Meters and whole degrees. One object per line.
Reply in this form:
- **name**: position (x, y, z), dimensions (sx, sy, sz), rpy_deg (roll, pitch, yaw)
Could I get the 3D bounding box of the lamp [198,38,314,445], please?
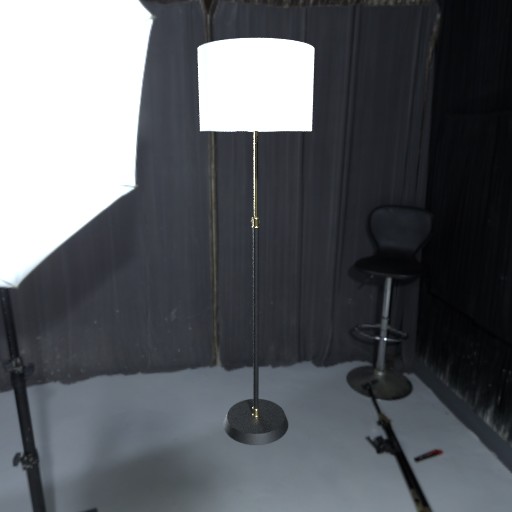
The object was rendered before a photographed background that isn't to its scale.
- **lamp**: position (0.000, 0.000, 1.740), dimensions (0.404, 1.517, 0.404), rpy_deg (-2, 15, -8)
